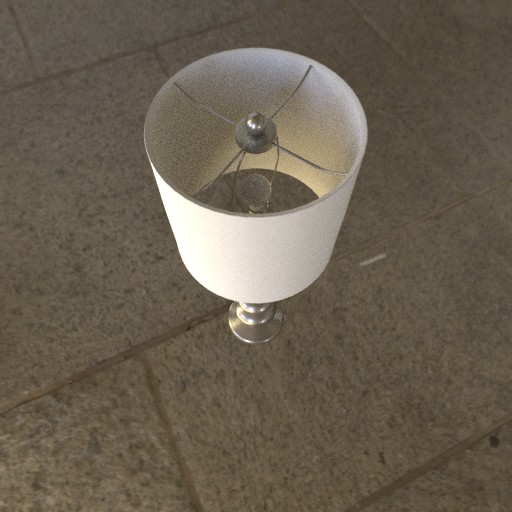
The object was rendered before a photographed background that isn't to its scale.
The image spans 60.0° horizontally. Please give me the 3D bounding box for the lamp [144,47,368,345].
[{"bbox_3d":[0.000,0.000,0.800,0.254,0.690,0.254,32,67,15],"label":"lamp"}]
